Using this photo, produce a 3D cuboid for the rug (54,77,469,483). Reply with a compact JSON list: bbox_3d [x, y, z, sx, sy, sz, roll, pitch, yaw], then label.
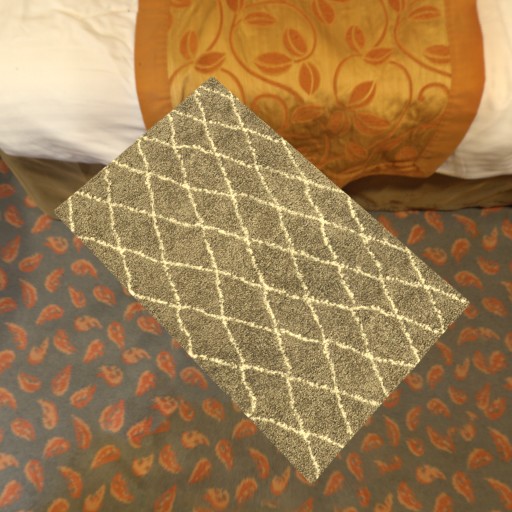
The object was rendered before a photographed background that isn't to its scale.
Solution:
[{"bbox_3d":[0.000,0.000,2.980,2.438,0.030,1.524,44,79,10],"label":"rug"}]
